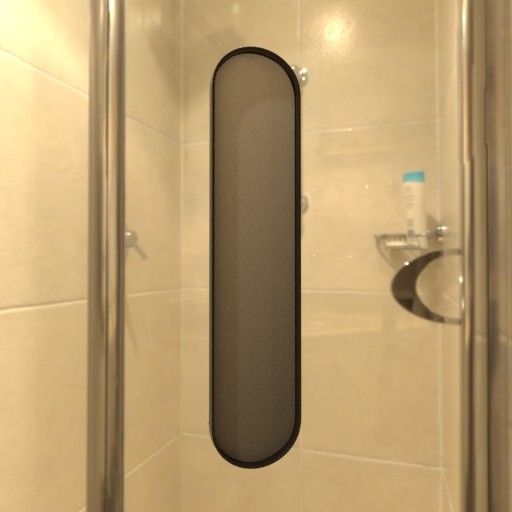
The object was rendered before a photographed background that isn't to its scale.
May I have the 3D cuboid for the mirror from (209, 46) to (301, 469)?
[{"bbox_3d":[0.000,0.000,1.056,0.222,0.991,0.032,0,-1,-19],"label":"mirror"}]
